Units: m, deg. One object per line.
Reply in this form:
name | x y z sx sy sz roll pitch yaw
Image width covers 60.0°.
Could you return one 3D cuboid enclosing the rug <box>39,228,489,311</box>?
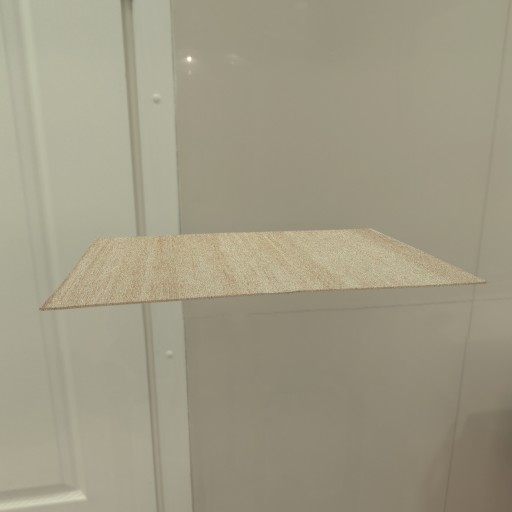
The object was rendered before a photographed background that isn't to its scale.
rug | 0.000 0.000 2.996 2.346 0.029 1.574 -2 15 -9
